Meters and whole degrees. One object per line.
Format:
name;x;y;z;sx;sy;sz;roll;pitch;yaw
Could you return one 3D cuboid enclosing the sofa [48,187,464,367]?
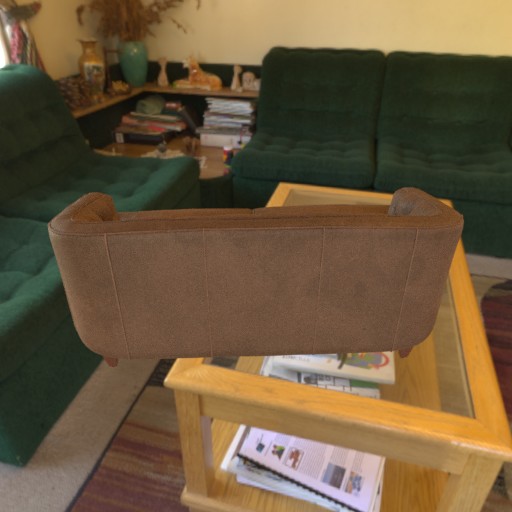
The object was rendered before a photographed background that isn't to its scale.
sofa;0.000;0.000;2.250;1.767;0.799;0.917;-1;31;-2
